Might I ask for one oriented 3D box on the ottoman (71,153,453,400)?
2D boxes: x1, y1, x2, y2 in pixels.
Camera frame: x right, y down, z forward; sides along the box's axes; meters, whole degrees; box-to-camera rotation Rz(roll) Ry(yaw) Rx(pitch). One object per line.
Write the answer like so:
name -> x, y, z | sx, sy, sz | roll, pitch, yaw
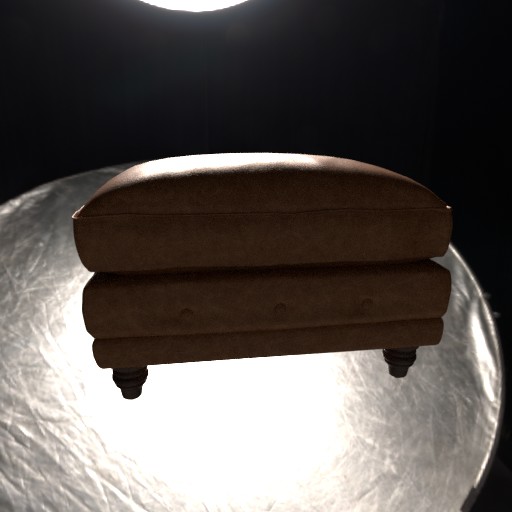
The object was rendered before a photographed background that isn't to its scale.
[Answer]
ottoman -> 0.000, 0.000, 1.071 | 0.710, 0.480, 0.533 | -2, 16, -8
